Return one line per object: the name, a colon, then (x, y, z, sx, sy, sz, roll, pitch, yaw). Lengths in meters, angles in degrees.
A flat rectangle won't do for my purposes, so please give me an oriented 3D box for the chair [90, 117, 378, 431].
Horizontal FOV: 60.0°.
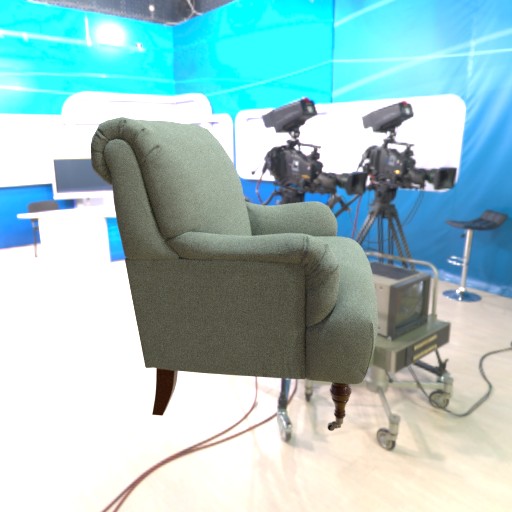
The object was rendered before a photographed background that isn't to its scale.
chair: (0.000, 0.000, 2.012, 1.060, 1.178, 0.964, 2, 15, 9)
